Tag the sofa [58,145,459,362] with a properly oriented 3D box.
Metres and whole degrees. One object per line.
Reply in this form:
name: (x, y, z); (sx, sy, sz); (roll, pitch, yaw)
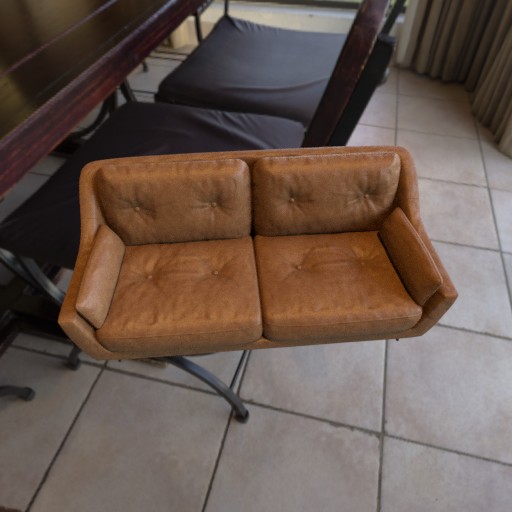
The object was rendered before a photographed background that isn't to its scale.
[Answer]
sofa: (0.000, 0.000, 2.432); (1.902, 0.839, 0.904); (-4, 46, -3)
